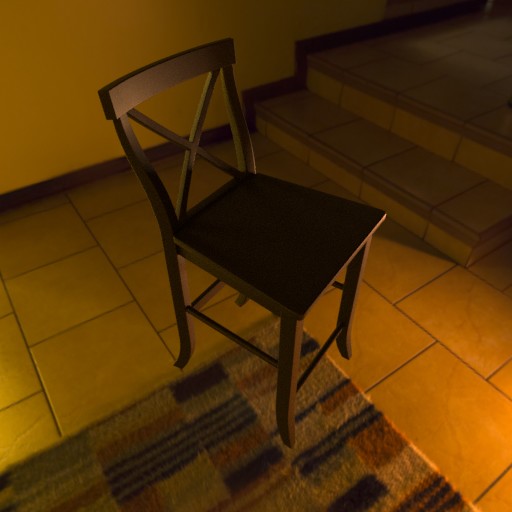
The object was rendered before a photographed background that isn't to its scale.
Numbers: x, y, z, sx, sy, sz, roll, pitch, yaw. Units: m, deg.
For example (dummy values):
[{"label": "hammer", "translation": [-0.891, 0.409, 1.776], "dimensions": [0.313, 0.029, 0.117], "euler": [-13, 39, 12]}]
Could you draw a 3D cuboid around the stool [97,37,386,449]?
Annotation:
[{"label": "stool", "translation": [0.000, 0.000, 1.267], "dimensions": [0.559, 0.989, 0.452], "euler": [25, 48, 25]}]
